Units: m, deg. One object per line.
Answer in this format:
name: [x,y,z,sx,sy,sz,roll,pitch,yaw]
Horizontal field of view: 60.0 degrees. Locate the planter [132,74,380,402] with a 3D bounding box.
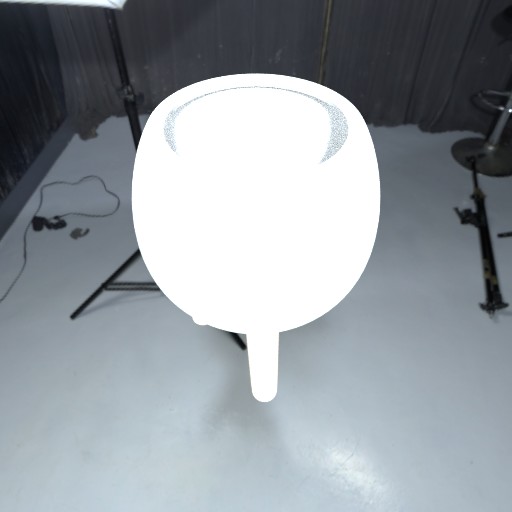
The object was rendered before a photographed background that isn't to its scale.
planter: [0.000,0.000,0.334,0.161,0.224,0.161,0,47,0]
